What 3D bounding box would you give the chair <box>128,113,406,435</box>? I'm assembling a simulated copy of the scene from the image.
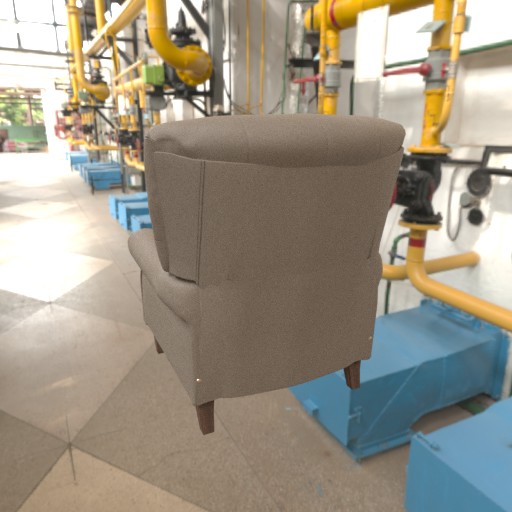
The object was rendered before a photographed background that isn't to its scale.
[{"bbox_3d":[0.000,0.000,1.891,0.999,1.138,1.041,-8,18,-24],"label":"chair"}]
